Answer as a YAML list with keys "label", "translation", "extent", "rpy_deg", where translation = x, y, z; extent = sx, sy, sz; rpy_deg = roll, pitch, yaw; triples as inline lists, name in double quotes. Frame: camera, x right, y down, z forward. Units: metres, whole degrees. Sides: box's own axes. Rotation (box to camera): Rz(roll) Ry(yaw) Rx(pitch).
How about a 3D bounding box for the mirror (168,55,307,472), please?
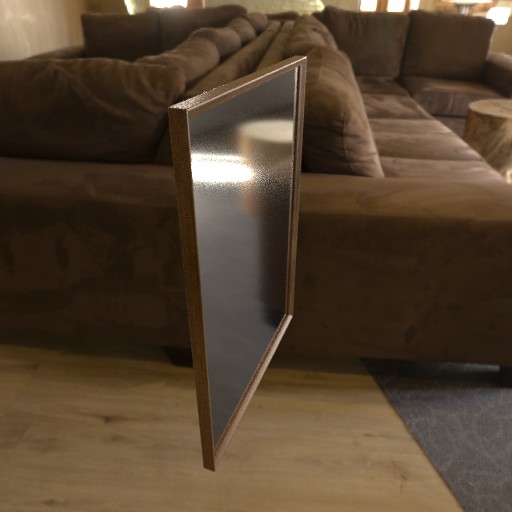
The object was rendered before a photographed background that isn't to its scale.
- label: "mirror"
  translation: [0.000, 0.000, 1.326]
  extent: [0.041, 1.016, 0.762]
  rpy_deg: [11, 33, 18]
